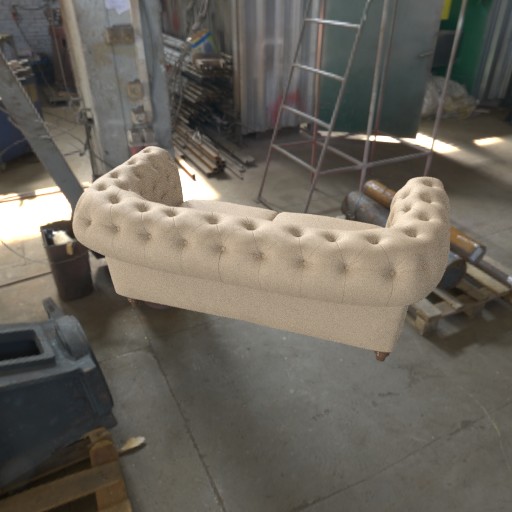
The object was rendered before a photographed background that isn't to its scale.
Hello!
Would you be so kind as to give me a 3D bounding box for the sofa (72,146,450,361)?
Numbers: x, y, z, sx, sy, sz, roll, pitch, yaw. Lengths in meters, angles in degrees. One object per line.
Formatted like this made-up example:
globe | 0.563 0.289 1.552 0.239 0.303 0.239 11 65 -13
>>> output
sofa | 0.000 0.000 2.542 1.988 0.835 1.069 10 33 15
